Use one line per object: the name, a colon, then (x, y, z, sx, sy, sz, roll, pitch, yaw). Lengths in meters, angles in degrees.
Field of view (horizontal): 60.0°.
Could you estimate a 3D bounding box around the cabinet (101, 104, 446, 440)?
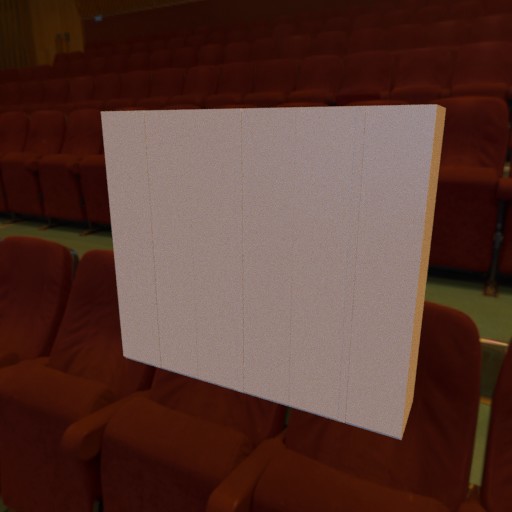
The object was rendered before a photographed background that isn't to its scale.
cabinet: (0.000, 0.000, 3.786, 2.700, 2.370, 0.590, 8, 18, 26)
